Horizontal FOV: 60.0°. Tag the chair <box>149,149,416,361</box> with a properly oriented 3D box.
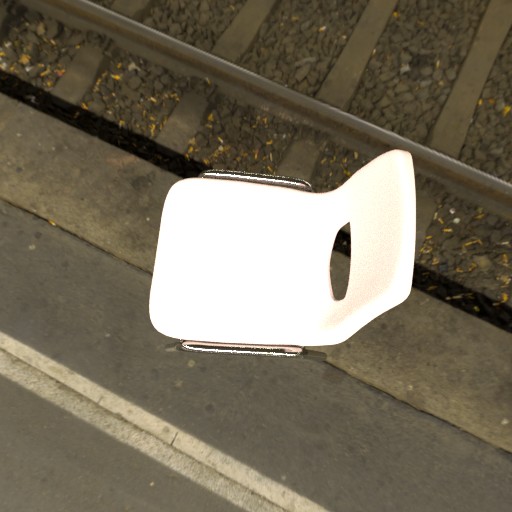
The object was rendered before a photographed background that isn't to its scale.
[{"bbox_3d":[0.000,0.000,0.791,0.385,0.537,0.354,5,76,1],"label":"chair"}]
